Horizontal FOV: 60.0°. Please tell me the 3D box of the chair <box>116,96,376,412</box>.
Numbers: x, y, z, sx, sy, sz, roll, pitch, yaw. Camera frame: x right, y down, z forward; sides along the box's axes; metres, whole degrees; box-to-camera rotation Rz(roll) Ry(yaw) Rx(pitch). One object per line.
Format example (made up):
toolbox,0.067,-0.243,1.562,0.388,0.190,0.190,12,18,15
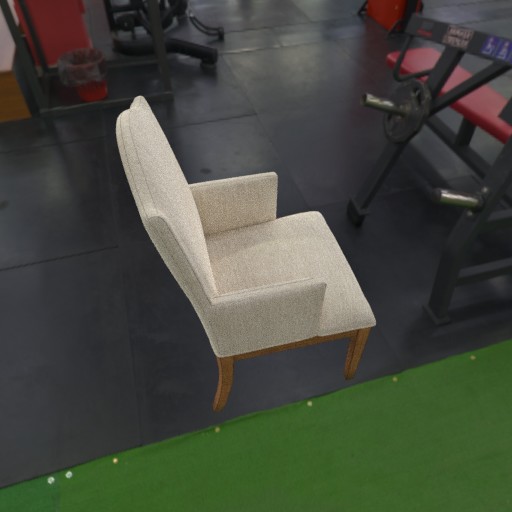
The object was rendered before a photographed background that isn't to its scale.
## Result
chair,0.000,0.000,1.397,0.641,1.016,0.533,-10,48,-9
